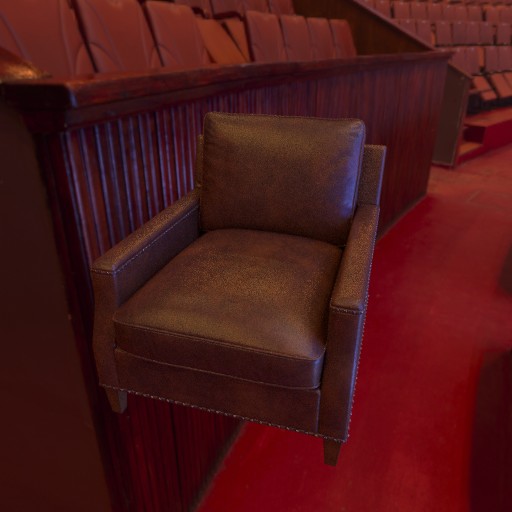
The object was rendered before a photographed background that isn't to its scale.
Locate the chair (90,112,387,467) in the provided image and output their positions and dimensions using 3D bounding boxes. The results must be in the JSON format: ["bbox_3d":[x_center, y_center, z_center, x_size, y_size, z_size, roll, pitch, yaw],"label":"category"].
[{"bbox_3d":[0.000,0.000,1.680,0.853,0.929,1.014,8,27,15],"label":"chair"}]
